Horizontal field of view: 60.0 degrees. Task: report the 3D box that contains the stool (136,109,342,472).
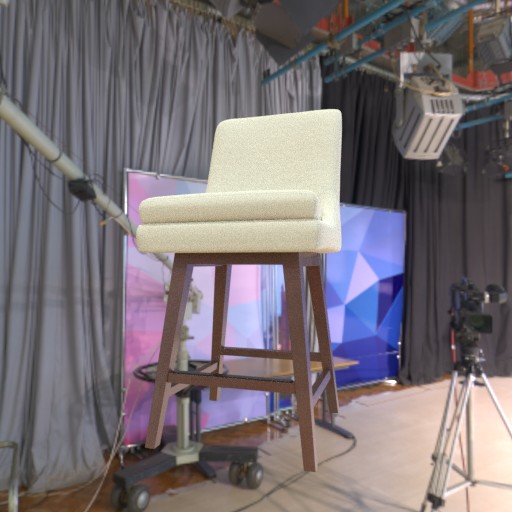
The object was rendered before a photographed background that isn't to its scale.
[{"bbox_3d":[0.000,0.000,1.306,0.483,0.991,0.559,0,-1,18],"label":"stool"}]
